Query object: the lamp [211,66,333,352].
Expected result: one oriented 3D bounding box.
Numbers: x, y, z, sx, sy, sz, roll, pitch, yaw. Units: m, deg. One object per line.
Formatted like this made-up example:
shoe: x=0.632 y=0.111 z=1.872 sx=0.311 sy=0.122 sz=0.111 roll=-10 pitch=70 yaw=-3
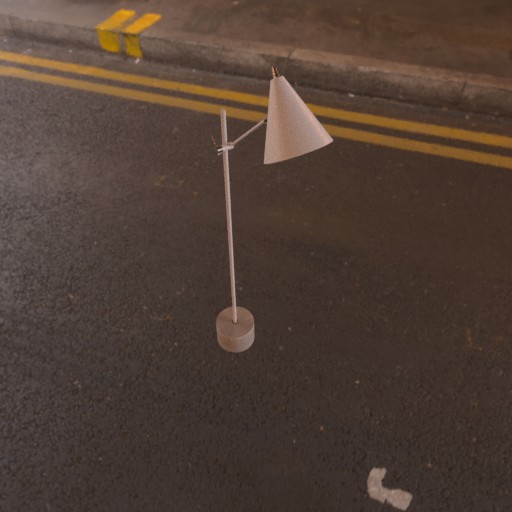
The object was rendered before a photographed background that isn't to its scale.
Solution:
lamp: x=0.000 y=0.000 z=1.628 sx=0.223 sy=1.430 sz=0.508 roll=-24 pitch=51 yaw=-21
